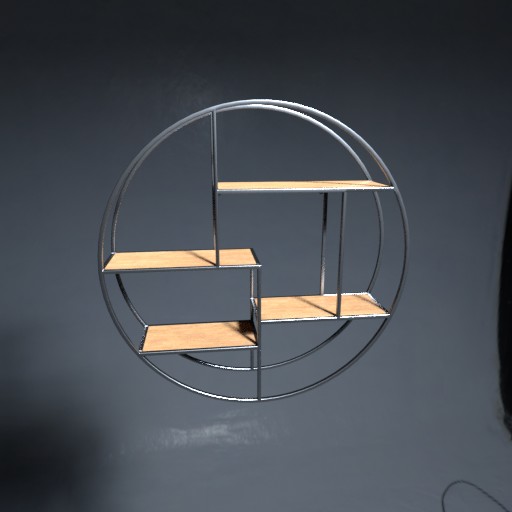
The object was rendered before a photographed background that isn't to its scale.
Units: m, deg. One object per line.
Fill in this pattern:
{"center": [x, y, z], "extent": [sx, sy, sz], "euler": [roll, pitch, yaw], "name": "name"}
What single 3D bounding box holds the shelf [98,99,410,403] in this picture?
{"center": [0.000, 0.000, 1.351], "extent": [0.888, 0.888, 0.202], "euler": [-2, 15, -7], "name": "shelf"}
